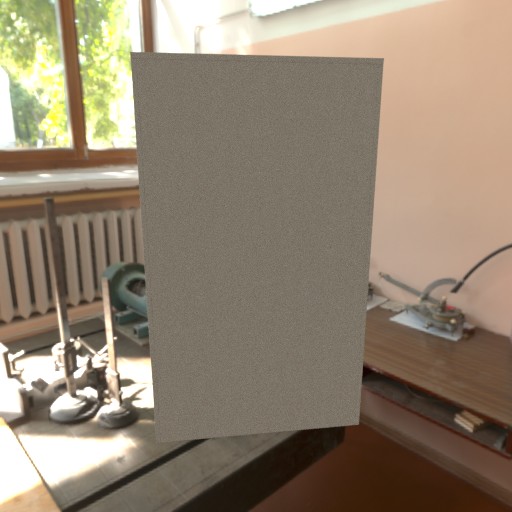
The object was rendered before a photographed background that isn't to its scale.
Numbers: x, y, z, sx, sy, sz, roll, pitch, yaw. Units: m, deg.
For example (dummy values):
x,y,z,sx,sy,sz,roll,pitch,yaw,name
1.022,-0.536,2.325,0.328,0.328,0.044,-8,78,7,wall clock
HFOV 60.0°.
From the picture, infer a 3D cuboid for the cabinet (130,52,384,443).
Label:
x,y,z,sx,sy,sz,roll,pitch,yaw,name
0.000,0.000,1.579,0.750,1.280,0.250,-2,15,-8,cabinet
